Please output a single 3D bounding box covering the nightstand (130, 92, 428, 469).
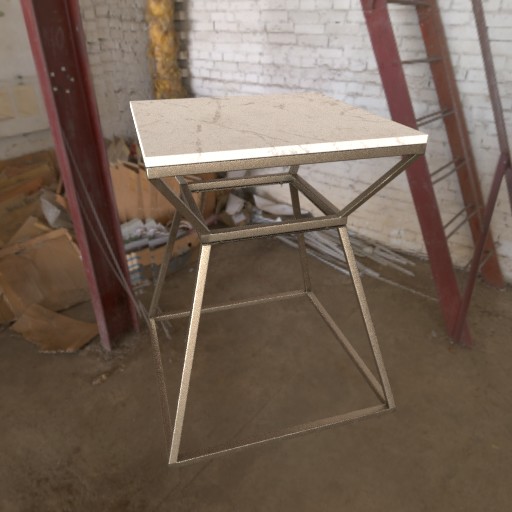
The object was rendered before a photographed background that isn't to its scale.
[{"bbox_3d":[0.000,0.000,0.897,0.455,0.554,0.455,-8,30,-14],"label":"nightstand"}]
